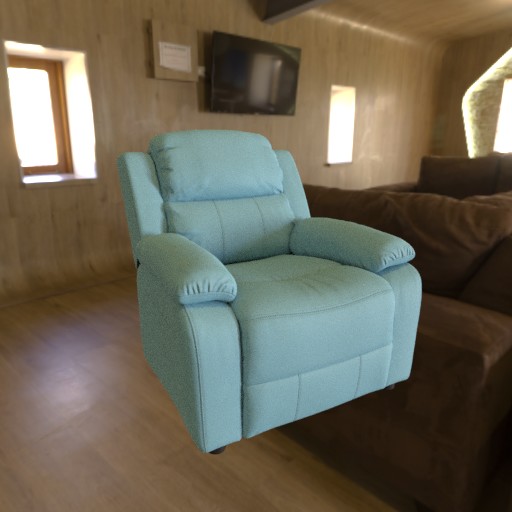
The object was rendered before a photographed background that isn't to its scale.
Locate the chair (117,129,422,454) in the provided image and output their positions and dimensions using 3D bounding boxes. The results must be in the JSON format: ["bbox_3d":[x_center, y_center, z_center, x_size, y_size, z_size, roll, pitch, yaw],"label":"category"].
[{"bbox_3d":[0.000,0.000,1.267,0.680,0.702,0.709,-8,17,-28],"label":"chair"}]
